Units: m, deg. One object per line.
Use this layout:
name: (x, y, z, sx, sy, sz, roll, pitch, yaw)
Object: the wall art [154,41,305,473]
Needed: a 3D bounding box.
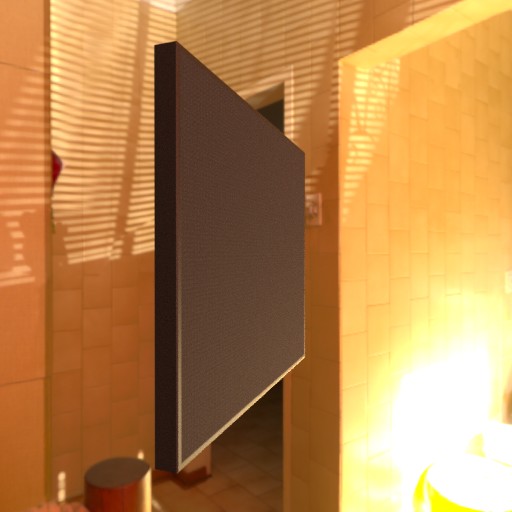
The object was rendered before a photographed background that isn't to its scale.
wall art: (0.000, 0.000, 0.734, 0.029, 0.458, 0.559, 0, 0, 20)
